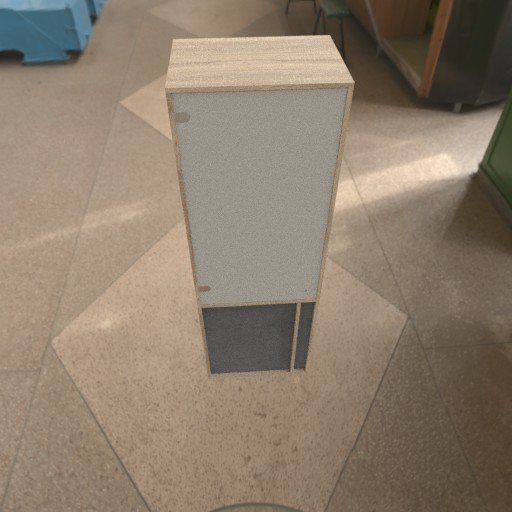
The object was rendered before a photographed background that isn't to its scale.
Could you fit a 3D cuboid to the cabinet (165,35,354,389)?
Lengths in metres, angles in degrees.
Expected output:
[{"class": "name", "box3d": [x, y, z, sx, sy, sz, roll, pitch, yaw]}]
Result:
[{"class": "cabinet", "box3d": [0.000, 0.000, 2.123, 0.570, 1.850, 0.400, -3, 45, -3]}]
